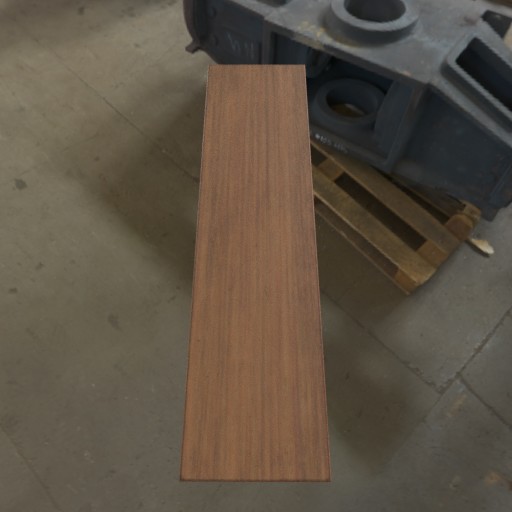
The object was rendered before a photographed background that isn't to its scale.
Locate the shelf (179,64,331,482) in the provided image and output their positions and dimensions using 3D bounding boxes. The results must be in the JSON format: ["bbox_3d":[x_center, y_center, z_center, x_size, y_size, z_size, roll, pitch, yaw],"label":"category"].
[{"bbox_3d":[0.000,0.000,0.705,0.166,0.190,0.636,0,64,0],"label":"shelf"}]
